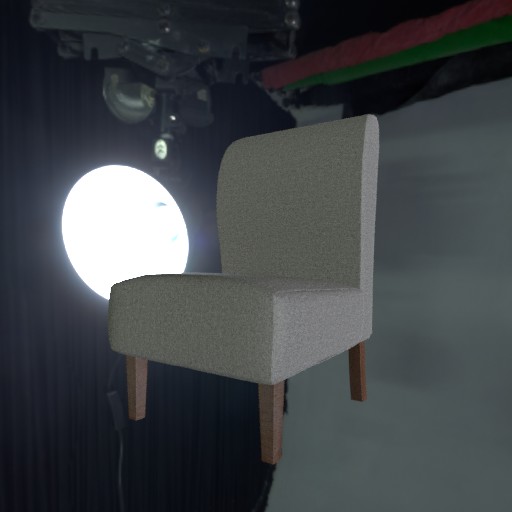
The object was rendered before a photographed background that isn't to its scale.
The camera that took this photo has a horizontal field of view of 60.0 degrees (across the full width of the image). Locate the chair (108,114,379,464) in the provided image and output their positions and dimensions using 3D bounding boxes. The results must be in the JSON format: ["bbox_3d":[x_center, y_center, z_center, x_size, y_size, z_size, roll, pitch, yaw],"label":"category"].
[{"bbox_3d":[0.000,0.000,1.172,0.513,0.804,0.592,0,1,34],"label":"chair"}]
